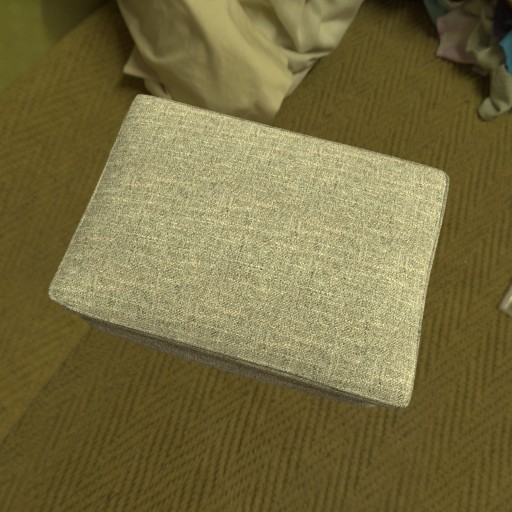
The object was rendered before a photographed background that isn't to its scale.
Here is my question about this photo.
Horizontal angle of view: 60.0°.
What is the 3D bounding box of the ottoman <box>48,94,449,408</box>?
[{"bbox_3d":[0.000,0.000,0.976,0.686,0.406,0.508,16,74,5],"label":"ottoman"}]
